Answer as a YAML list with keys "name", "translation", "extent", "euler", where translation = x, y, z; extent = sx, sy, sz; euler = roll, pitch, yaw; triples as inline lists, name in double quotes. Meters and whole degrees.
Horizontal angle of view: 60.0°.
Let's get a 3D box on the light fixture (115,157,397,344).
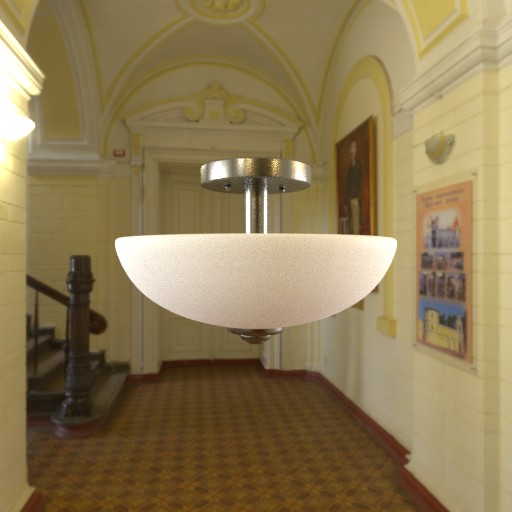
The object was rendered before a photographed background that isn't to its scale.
- name: "light fixture"
  translation: [0.000, 0.000, 0.544]
  extent: [0.330, 0.214, 0.330]
  euler: [0, 0, 0]
